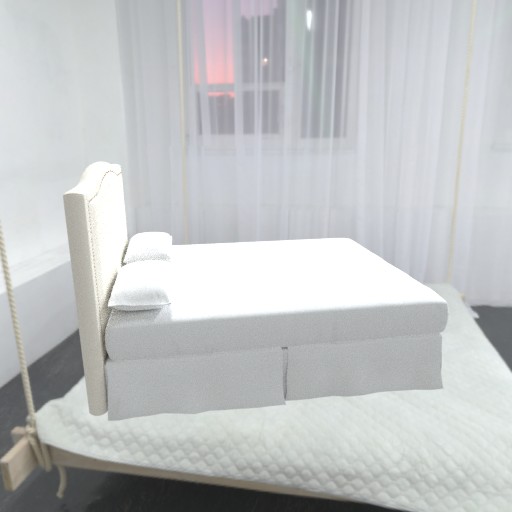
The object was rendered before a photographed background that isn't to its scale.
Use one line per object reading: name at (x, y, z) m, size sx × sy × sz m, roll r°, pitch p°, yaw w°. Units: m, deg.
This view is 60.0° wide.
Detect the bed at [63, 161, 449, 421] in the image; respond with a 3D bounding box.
bed at (0.000, 0.000, 3.395) m, size 2.282 × 1.436 × 1.821 m, roll -3°, pitch 17°, yaw -10°
